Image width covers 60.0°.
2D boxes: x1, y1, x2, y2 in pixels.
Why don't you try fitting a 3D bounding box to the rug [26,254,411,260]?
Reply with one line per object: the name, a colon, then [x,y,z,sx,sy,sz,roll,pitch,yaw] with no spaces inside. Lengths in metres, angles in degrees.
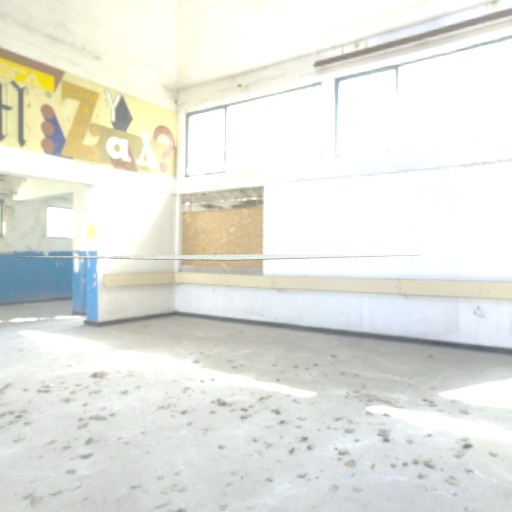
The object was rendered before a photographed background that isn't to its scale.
rug: [0.000,0.000,3.023,1.524,0.005,2.439,0,1,35]
